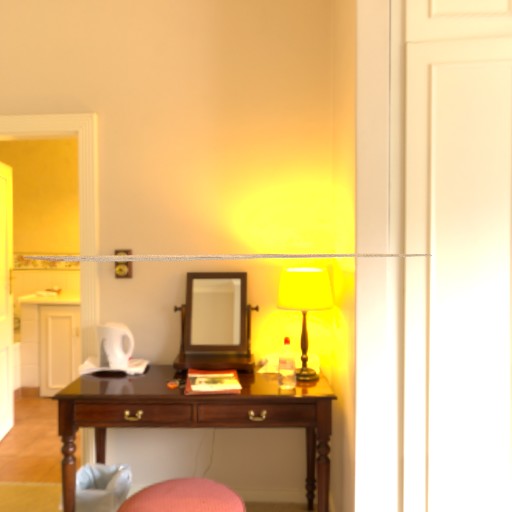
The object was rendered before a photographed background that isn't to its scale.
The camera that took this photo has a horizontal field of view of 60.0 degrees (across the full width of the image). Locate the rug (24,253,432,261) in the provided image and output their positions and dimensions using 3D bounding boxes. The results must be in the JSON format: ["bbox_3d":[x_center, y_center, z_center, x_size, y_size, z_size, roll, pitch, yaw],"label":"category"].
[{"bbox_3d":[0.000,0.000,2.671,2.383,0.018,0.857,-1,1,-36],"label":"rug"}]
